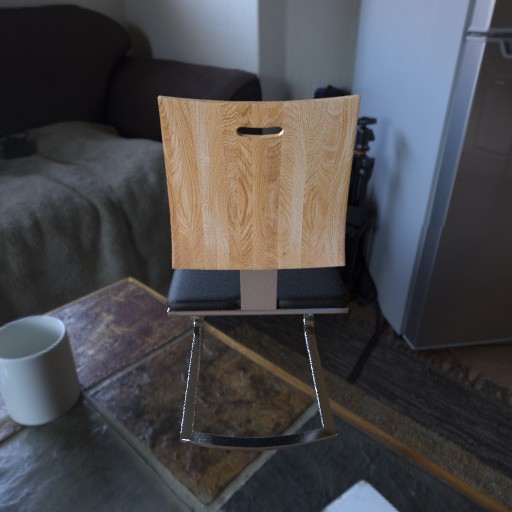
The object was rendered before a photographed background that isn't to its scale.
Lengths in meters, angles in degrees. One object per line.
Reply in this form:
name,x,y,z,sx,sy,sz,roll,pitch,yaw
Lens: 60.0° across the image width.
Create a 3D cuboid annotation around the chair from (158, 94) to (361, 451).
chair,0.000,0.000,1.244,0.462,0.936,0.560,-1,30,-2
